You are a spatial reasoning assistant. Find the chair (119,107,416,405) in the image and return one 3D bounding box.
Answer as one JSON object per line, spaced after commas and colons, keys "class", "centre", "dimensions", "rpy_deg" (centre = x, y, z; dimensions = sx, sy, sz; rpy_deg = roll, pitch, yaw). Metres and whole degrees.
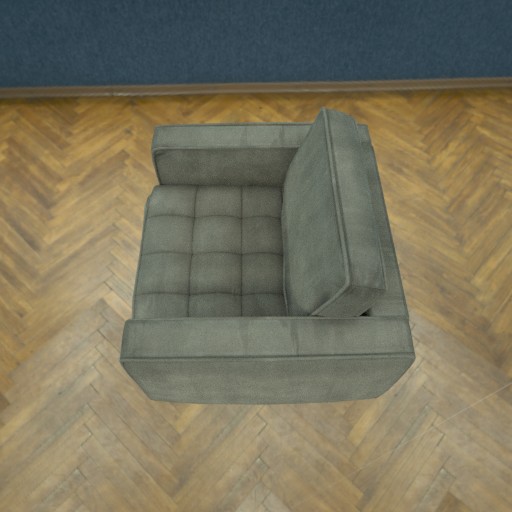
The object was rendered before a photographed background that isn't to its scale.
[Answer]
{"class": "chair", "centre": [0.000, 0.000, 1.543], "dimensions": [0.843, 0.773, 0.928], "rpy_deg": [-1, 58, 0]}
